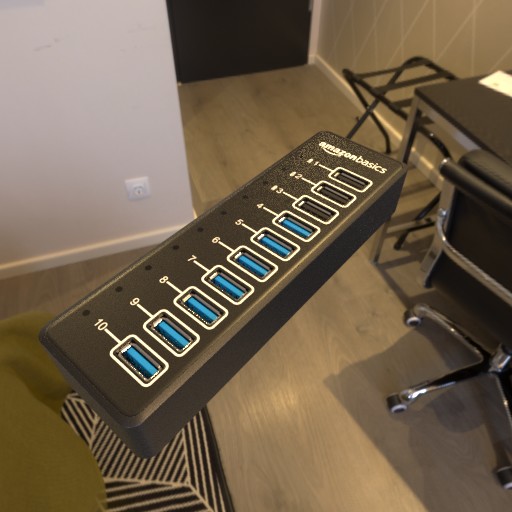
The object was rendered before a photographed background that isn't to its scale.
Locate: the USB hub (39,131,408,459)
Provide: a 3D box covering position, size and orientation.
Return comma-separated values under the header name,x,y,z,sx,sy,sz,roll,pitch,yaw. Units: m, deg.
name,x,y,z,sx,sy,sz,roll,pitch,yaw
USB hub,0.000,0.000,0.162,0.044,0.023,0.145,32,55,26
